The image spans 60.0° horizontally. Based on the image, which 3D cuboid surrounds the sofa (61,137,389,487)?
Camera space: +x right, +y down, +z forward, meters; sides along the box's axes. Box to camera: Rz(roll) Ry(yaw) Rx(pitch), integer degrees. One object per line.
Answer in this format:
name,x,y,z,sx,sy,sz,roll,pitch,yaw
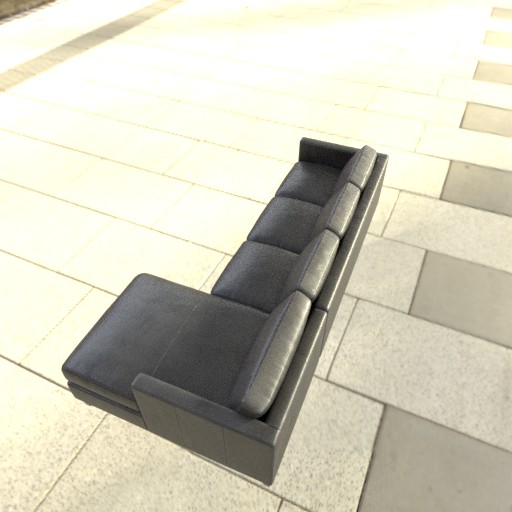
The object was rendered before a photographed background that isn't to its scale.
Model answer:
sofa,0.000,0.000,3.860,1.581,0.883,3.203,17,47,16
